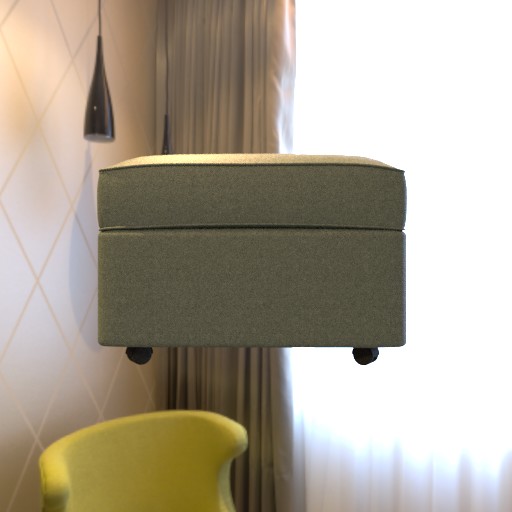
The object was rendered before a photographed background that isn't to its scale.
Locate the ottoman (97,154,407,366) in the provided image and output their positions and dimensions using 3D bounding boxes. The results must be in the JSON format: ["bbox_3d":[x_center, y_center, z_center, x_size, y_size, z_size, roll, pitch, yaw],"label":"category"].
[{"bbox_3d":[0.000,0.000,1.517,0.681,0.494,1.173,0,0,1],"label":"ottoman"}]
